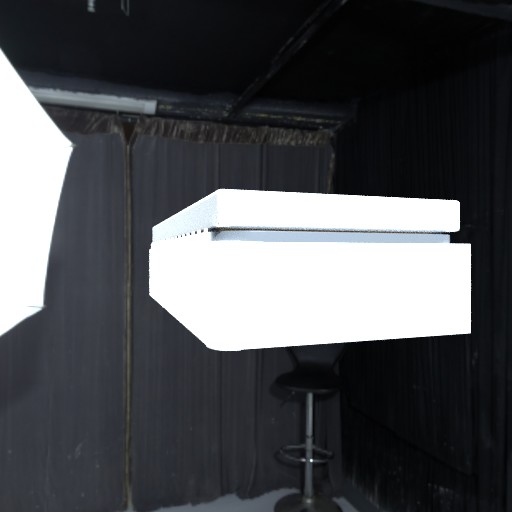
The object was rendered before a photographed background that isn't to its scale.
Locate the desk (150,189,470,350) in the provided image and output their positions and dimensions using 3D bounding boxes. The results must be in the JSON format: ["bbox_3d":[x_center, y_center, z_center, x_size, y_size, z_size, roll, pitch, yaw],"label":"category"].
[{"bbox_3d":[0.000,0.000,2.265,0.900,0.526,1.900,0,0,-19],"label":"desk"}]
